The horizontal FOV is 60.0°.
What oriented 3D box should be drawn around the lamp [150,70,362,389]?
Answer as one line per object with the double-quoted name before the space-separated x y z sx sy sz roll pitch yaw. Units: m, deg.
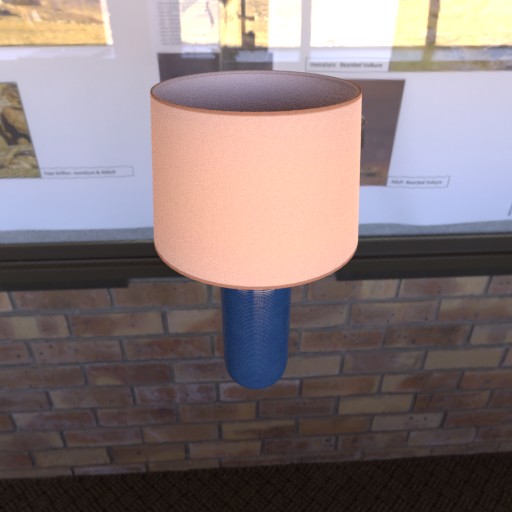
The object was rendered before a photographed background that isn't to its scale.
"lamp" 0.000 0.000 0.840 0.367 0.609 0.367 0 31 0
